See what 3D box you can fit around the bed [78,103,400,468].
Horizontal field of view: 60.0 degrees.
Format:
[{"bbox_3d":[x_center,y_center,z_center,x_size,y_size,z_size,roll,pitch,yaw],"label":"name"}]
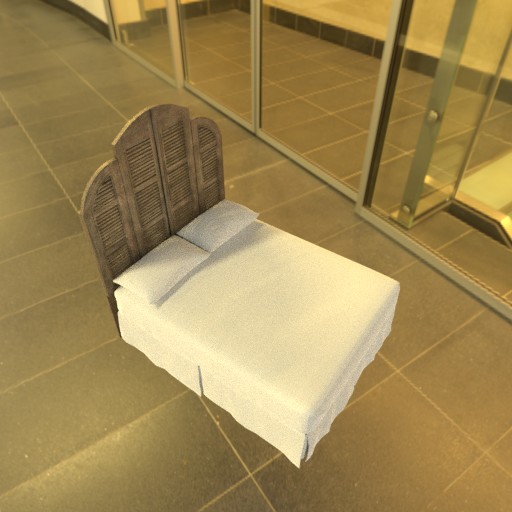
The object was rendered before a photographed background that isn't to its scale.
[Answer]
[{"bbox_3d":[0.000,0.000,3.643,2.138,2.019,1.713,26,48,26],"label":"bed"}]
